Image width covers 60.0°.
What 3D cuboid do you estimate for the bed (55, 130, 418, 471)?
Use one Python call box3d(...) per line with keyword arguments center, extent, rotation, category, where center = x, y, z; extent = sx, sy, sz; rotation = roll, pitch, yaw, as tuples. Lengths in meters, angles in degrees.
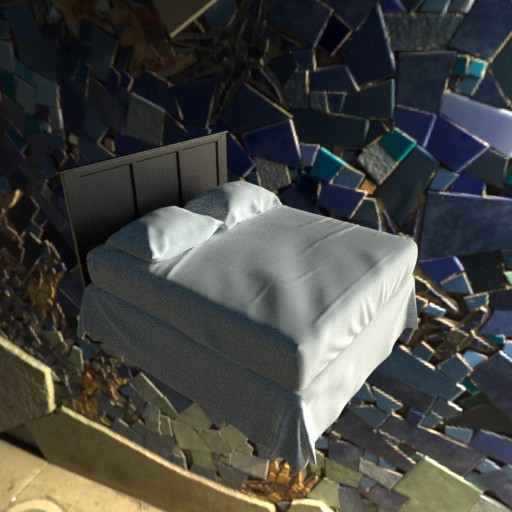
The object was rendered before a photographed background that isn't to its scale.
box3d(center=(0.000, 0.000, 3.192), extent=(2.050, 1.270, 1.870), rotation=(19, 33, 33), category="bed")
